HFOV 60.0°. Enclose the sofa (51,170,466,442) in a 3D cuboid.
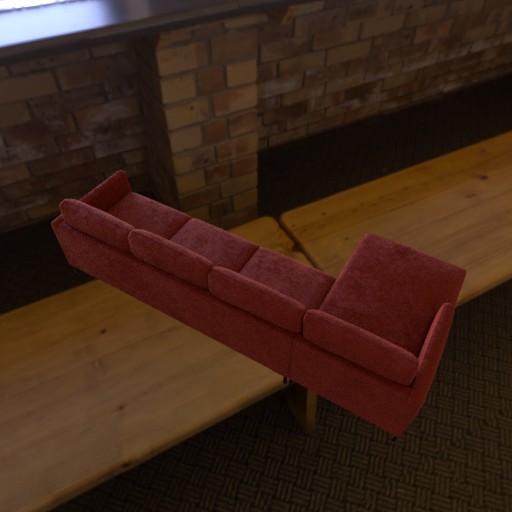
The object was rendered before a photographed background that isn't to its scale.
[{"bbox_3d":[0.000,0.000,2.899,2.467,0.663,1.136,23,52,20],"label":"sofa"}]
